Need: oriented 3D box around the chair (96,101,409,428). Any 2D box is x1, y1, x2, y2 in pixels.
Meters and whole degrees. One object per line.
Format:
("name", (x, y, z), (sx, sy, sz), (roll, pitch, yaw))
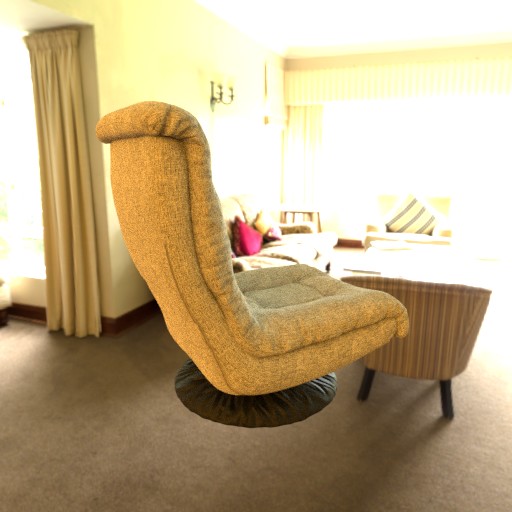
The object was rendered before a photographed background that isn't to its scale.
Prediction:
("chair", (0.000, 0.000, 0.961), (0.583, 0.600, 0.400), (-7, 14, -27))
